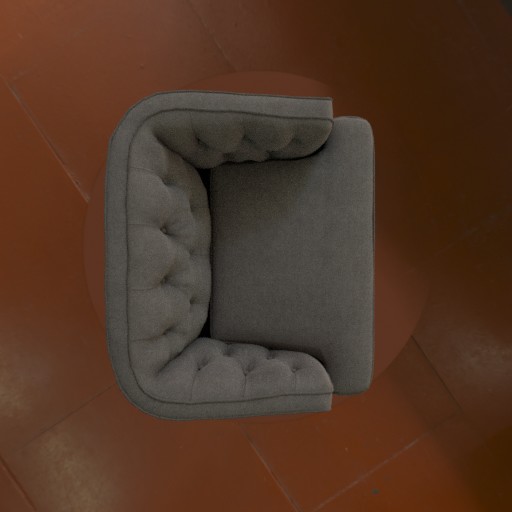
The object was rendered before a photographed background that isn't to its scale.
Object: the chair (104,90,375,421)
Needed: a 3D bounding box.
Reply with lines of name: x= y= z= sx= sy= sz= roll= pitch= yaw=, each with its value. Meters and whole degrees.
chair: x=0.000 y=0.000 z=1.773 sx=0.941 sy=0.852 sz=1.104 roll=0 pitch=91 yaw=0
